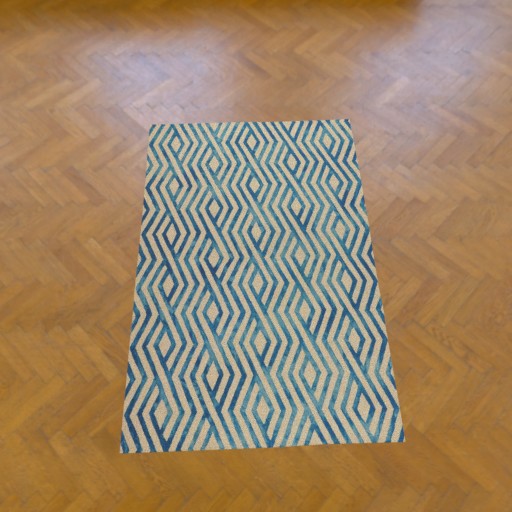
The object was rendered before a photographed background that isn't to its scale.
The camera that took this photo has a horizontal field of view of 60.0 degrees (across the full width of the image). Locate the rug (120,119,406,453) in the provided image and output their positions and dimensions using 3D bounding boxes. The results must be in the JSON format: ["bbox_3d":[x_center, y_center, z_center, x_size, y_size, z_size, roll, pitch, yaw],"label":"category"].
[{"bbox_3d":[0.000,0.000,2.297,1.225,0.008,1.830,-2,63,-1],"label":"rug"}]
